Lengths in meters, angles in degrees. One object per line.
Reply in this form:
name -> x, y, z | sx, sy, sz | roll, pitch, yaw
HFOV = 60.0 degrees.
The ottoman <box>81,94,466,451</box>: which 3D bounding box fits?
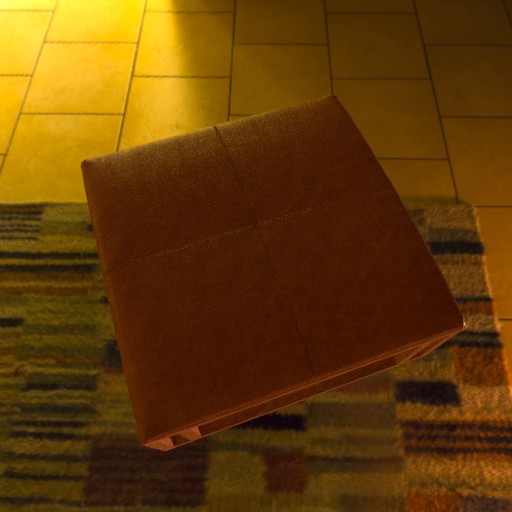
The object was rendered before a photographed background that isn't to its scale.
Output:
ottoman -> 0.000, 0.000, 1.614 | 1.016, 0.442, 1.013 | -17, 65, -8
